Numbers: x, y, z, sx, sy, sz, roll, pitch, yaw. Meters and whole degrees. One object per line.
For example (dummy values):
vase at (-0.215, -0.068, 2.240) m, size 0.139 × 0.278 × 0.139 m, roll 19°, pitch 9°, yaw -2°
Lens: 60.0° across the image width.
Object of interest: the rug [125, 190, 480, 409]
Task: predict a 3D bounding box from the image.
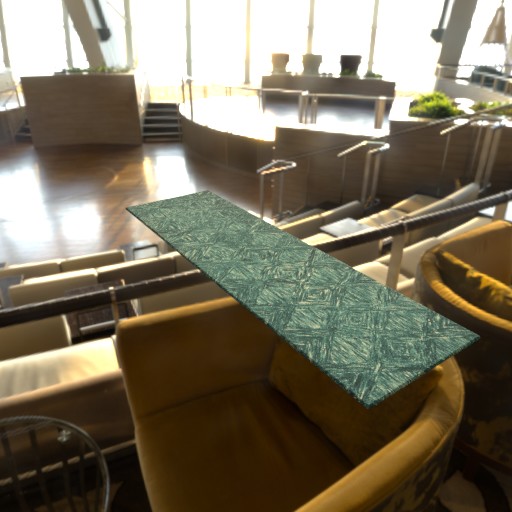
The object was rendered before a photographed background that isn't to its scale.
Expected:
rug at (0.000, 0.000, 2.499) m, size 0.676 × 0.016 × 2.286 m, roll -18°, pitch 32°, yaw -31°
